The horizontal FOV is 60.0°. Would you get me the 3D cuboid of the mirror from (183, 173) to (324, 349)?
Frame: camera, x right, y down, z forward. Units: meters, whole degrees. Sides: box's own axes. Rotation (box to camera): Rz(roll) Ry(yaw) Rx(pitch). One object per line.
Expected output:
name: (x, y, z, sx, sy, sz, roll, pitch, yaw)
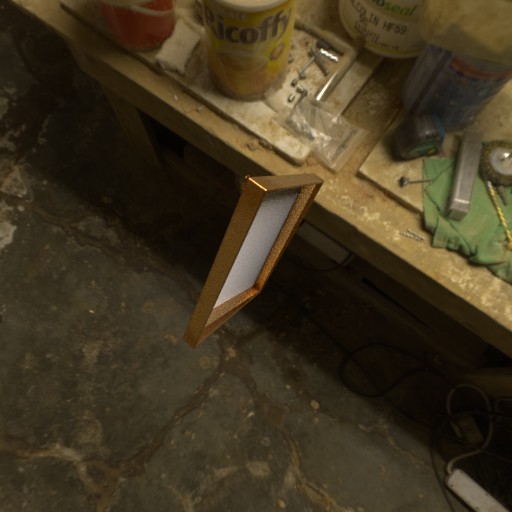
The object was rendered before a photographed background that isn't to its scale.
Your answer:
mirror: (0.000, 0.000, 0.858, 0.032, 0.679, 0.419, 36, 78, 9)
